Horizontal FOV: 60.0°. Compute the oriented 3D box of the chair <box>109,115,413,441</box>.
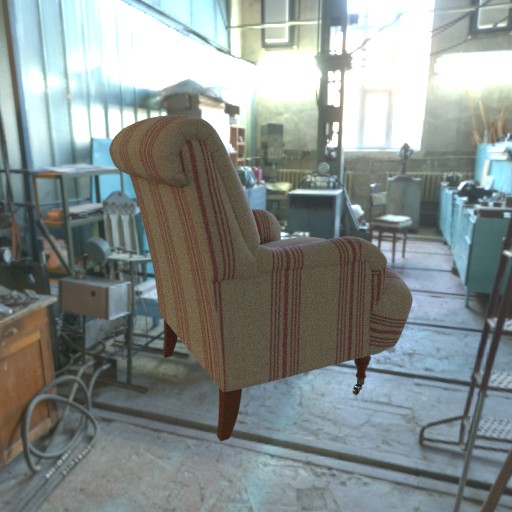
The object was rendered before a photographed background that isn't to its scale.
[{"bbox_3d":[0.000,0.000,1.914,1.058,1.123,0.933,-7,15,-26],"label":"chair"}]
